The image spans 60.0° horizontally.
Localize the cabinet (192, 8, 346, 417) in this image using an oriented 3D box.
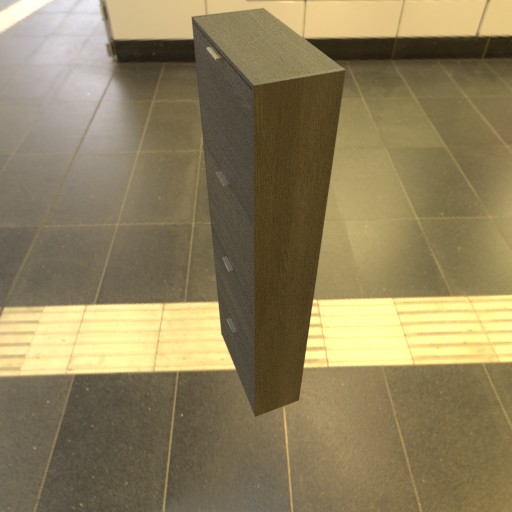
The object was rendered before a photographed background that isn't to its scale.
[{"bbox_3d":[0.000,0.000,1.765,0.255,1.630,0.520,-15,47,-15],"label":"cabinet"}]
